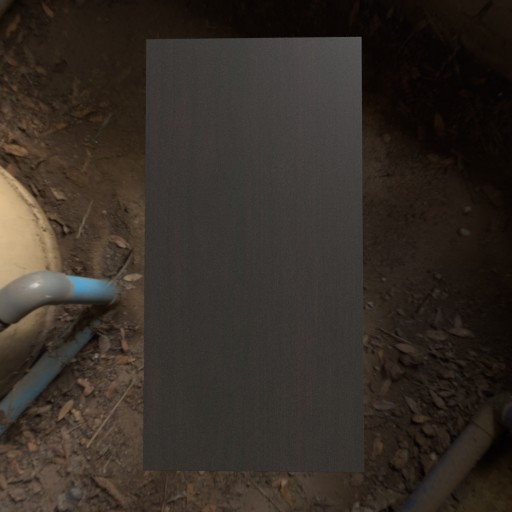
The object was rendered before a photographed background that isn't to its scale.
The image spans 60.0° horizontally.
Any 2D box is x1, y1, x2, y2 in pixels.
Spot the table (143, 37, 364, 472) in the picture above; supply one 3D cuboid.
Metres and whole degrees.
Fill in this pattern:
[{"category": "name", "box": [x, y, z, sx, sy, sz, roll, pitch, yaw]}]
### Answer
[{"category": "table", "box": [0.000, 0.000, 1.343, 0.499, 0.660, 0.991, 0, 88, 1]}]
